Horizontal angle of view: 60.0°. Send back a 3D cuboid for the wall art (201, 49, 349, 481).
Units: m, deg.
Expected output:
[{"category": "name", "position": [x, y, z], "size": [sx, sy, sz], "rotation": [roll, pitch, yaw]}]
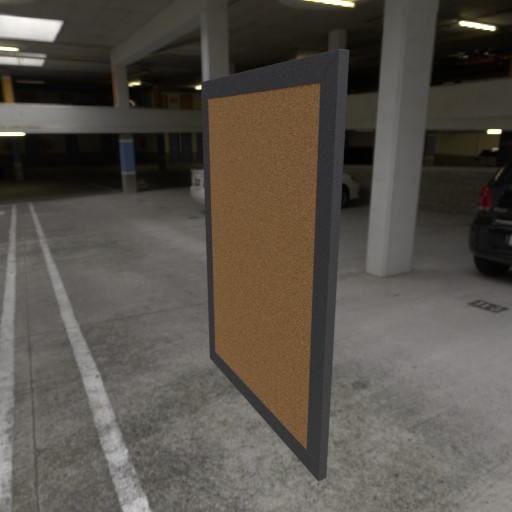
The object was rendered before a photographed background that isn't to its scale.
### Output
[{"category": "wall art", "position": [0.000, 0.000, 0.685], "size": [0.013, 0.534, 0.380], "rotation": [-8, 18, -27]}]
